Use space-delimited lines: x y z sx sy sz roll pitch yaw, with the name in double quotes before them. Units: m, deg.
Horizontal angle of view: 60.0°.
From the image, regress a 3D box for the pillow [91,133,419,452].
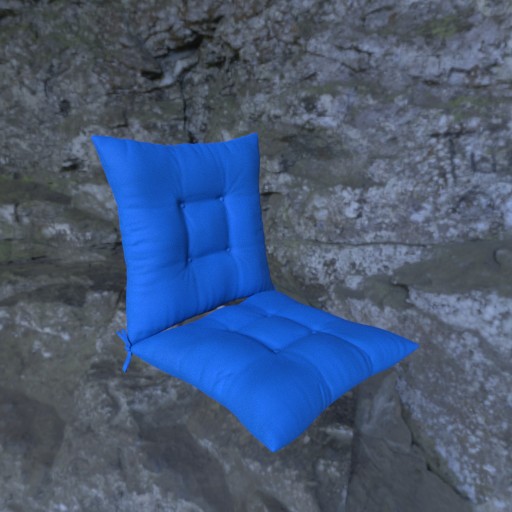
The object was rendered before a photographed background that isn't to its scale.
"pillow" 0.000 0.000 1.010 0.585 0.536 0.541 15 22 43
